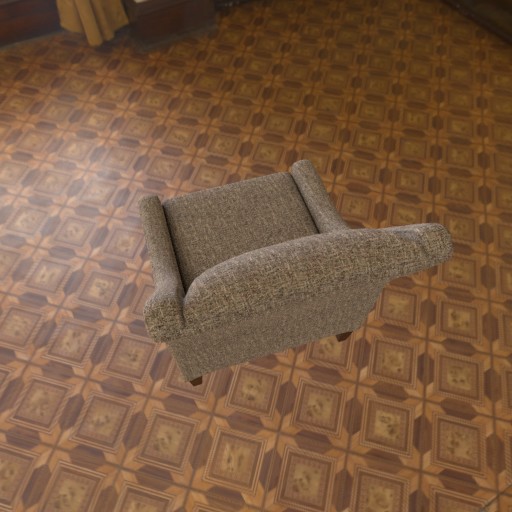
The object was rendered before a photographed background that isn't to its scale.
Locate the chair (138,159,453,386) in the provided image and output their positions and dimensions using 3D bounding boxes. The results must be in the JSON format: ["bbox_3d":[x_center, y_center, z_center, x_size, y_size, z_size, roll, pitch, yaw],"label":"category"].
[{"bbox_3d":[0.000,0.000,1.630,0.774,1.014,0.870,-15,58,-9],"label":"chair"}]
